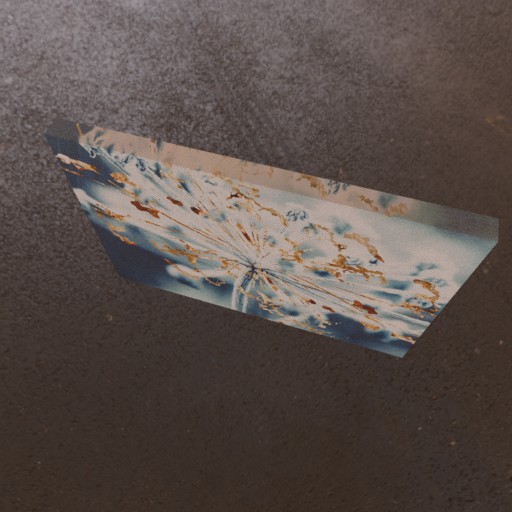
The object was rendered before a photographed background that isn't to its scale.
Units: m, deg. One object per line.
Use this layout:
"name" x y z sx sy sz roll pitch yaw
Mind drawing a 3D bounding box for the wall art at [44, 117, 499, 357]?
"wall art" 0.000 0.000 0.750 0.607 0.405 0.036 15 59 9
